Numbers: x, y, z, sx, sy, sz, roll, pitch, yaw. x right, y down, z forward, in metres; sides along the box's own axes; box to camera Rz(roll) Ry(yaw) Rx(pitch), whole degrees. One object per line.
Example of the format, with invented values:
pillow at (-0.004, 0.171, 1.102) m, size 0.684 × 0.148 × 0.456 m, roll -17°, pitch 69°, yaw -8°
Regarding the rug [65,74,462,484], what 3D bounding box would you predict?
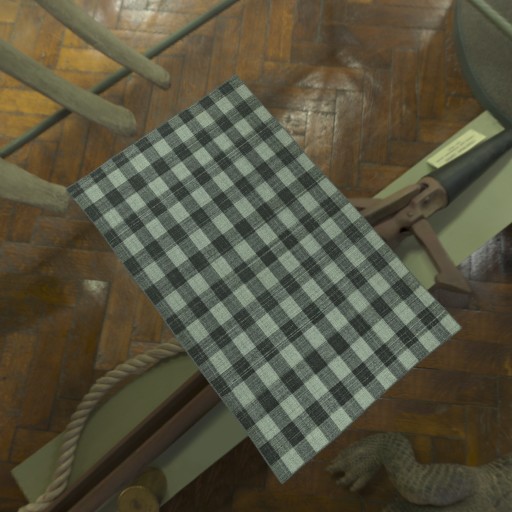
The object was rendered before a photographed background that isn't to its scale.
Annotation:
rug at (0.000, 0.000, 3.066) m, size 1.554 × 0.011 × 2.476 m, roll -37°, pitch 79°, yaw -9°
